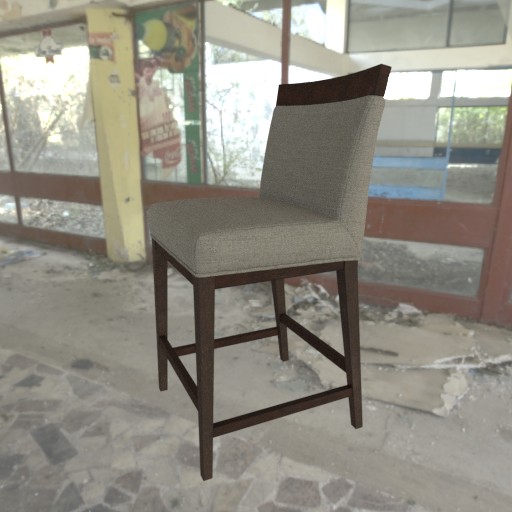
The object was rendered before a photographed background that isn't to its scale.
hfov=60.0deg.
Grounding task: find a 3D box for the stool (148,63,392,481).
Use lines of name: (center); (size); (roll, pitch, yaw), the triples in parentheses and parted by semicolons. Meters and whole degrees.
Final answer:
stool: (0.000, 0.000, 1.303); (0.531, 1.009, 0.512); (-7, 17, -24)
